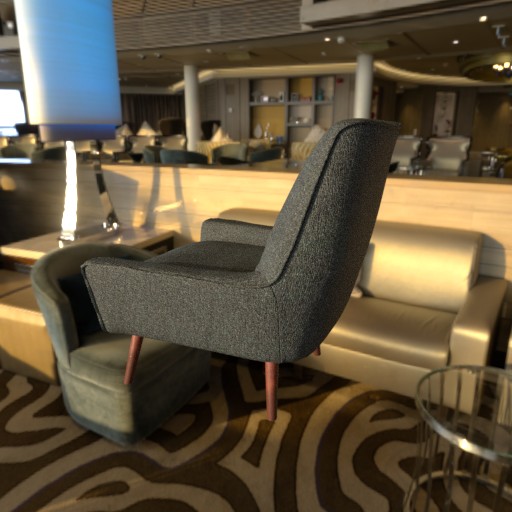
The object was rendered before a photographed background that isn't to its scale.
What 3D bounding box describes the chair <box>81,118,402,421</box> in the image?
[{"bbox_3d":[0.000,0.000,1.500,0.859,0.883,0.763,8,18,24],"label":"chair"}]
